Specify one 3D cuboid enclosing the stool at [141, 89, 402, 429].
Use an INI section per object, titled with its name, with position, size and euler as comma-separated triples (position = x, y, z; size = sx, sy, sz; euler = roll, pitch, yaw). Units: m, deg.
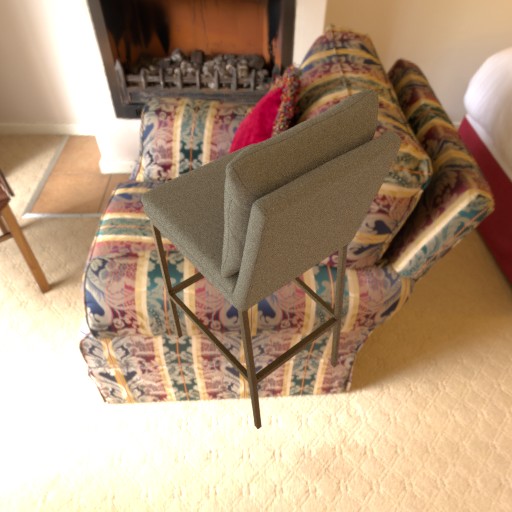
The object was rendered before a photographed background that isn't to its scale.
[stool]
position = 0.000, 0.000, 1.440
size = 0.463, 1.132, 0.569
euler = -31, 54, -26
